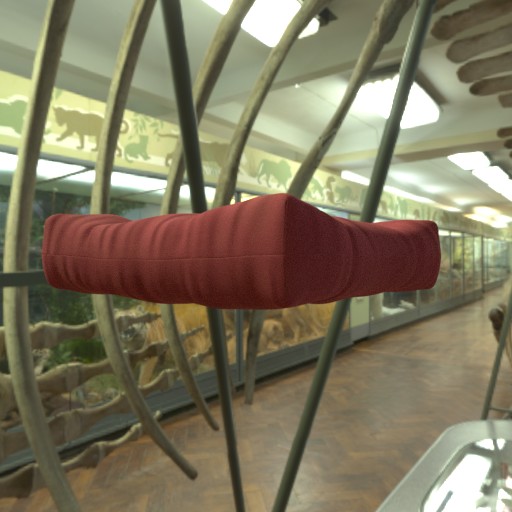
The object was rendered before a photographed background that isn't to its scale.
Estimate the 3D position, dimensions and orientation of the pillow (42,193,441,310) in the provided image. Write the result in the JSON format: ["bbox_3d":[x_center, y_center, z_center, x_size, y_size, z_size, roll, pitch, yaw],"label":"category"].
[{"bbox_3d":[0.000,0.000,0.719,0.468,0.128,0.490,0,0,37],"label":"pillow"}]
